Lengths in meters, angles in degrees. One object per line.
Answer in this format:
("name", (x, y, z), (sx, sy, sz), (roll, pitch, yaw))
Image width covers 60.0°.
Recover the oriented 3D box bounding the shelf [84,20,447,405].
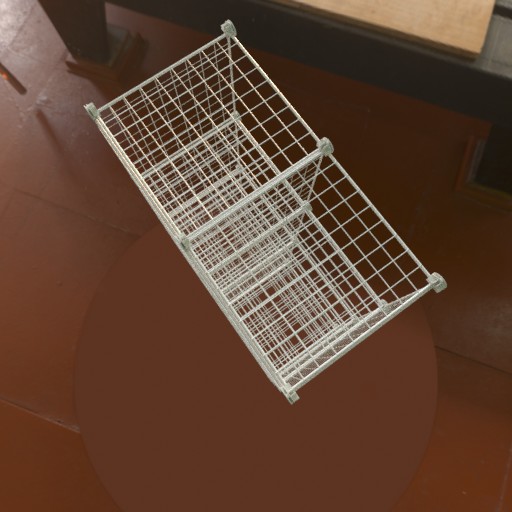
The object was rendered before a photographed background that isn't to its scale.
("shelf", (0.000, 0.000, 1.366), (0.356, 1.067, 0.711), (-35, 79, -8))
